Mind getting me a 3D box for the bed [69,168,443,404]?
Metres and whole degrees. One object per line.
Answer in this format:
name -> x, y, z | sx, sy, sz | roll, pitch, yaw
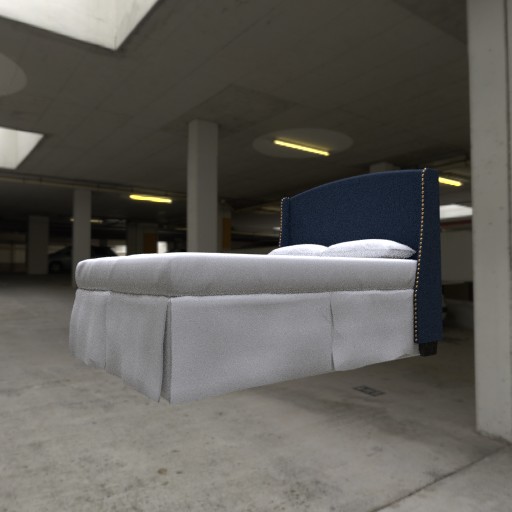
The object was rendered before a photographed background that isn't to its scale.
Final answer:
bed -> 0.000, 0.000, 3.196 | 2.223, 1.402, 1.604 | 2, -3, -37
